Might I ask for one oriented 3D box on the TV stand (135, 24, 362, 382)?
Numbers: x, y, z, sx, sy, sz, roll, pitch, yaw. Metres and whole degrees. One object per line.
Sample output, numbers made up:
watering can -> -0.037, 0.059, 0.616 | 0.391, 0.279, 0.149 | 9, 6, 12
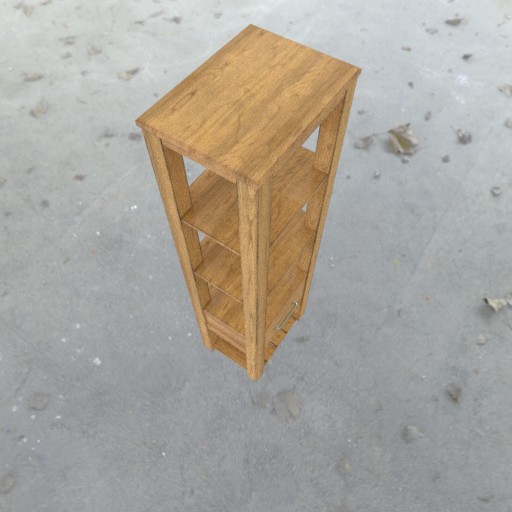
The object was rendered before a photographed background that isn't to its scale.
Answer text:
TV stand -> 0.000, 0.000, 2.075 | 0.435, 1.828, 0.565 | 30, 63, 17
